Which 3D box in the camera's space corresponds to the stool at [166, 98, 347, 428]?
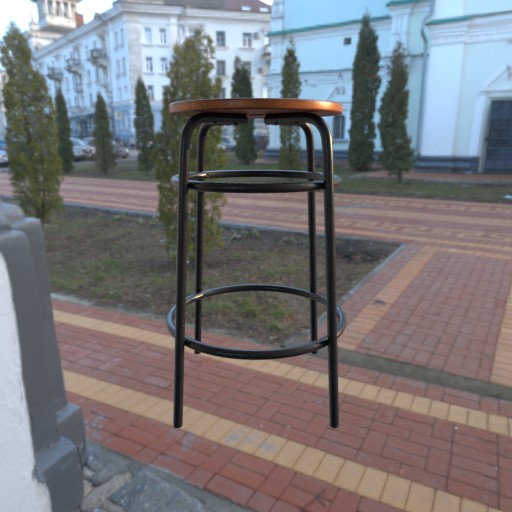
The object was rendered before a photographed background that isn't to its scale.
[{"bbox_3d":[0.000,0.000,0.946,0.455,0.610,0.455,14,20,43],"label":"stool"}]
